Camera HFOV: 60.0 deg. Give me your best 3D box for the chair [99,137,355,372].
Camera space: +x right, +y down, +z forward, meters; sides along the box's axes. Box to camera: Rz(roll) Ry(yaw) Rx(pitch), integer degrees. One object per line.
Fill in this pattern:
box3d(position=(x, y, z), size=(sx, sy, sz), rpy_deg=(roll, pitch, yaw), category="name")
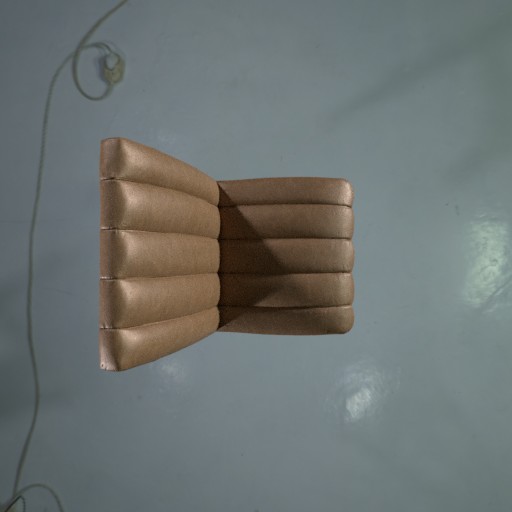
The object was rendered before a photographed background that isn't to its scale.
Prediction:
box3d(position=(0.000, 0.000, 1.394), size=(0.647, 1.016, 0.511), rpy_deg=(0, 90, 0), category="chair")
